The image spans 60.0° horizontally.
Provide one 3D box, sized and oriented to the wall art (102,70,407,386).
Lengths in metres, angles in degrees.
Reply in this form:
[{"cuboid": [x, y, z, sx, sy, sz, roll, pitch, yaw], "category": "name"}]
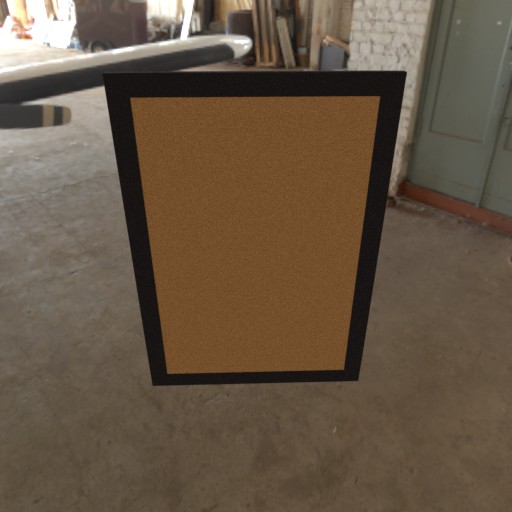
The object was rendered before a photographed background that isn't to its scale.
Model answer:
[{"cuboid": [0.000, 0.000, 0.690, 0.380, 0.534, 0.013, -1, 30, -2], "category": "wall art"}]
